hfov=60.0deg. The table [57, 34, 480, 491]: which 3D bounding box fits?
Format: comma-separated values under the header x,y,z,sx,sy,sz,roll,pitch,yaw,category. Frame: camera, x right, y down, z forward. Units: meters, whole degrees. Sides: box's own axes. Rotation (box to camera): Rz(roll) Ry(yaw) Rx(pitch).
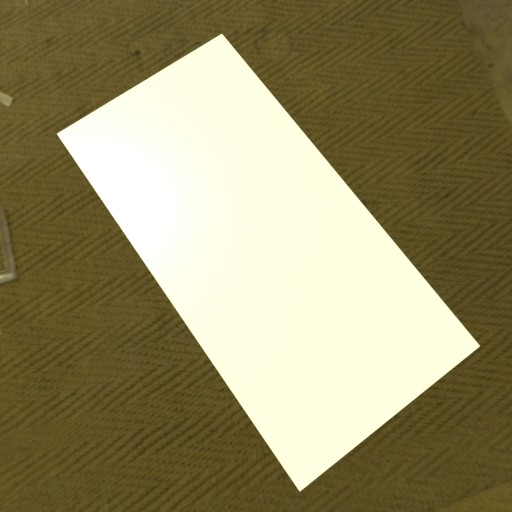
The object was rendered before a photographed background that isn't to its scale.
x,y,z,sx,sy,sz,roll,pitch,yaw,category
0.000,0.000,2.255,0.900,0.790,1.800,-35,79,-8,table
